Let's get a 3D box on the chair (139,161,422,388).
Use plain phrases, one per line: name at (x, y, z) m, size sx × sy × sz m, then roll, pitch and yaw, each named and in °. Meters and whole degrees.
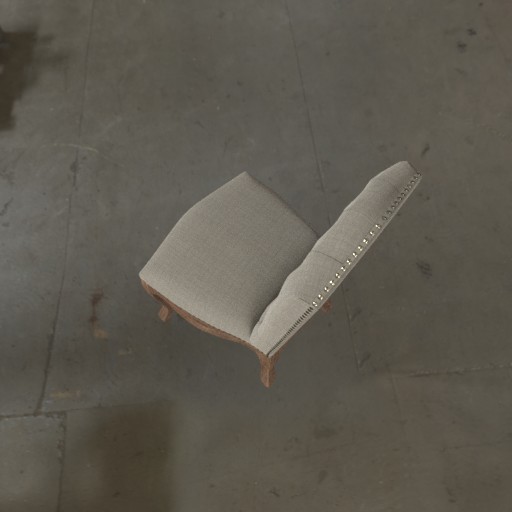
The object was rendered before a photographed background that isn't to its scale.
chair at (0.000, 0.000, 1.619) m, size 0.731 × 1.191 × 0.637 m, roll 36°, pitch 68°, yaw 17°
